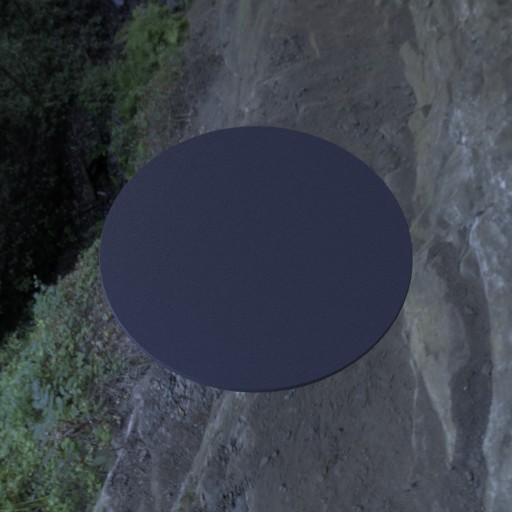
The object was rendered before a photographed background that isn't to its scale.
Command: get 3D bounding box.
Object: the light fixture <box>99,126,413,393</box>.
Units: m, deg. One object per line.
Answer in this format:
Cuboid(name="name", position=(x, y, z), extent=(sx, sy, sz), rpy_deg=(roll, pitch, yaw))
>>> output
Cuboid(name="light fixture", position=(0.000, 0.000, 0.568), extent=(0.368, 0.100, 0.368), rpy_deg=(0, 59, 0))
